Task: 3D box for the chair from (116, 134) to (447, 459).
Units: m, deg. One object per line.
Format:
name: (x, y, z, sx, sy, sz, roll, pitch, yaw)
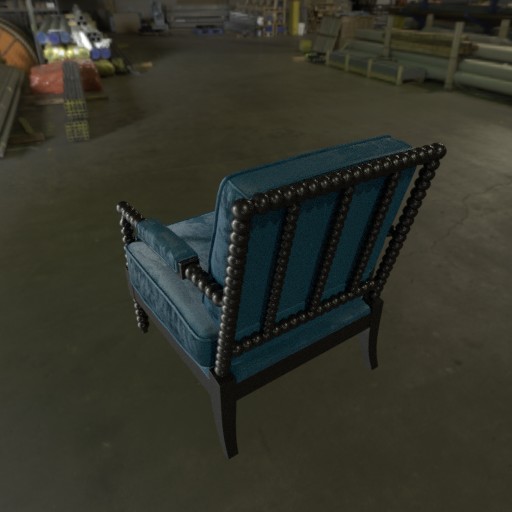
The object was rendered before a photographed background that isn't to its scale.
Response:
chair: (0.000, 0.000, 1.456, 0.688, 0.857, 0.805, -20, 37, -29)
